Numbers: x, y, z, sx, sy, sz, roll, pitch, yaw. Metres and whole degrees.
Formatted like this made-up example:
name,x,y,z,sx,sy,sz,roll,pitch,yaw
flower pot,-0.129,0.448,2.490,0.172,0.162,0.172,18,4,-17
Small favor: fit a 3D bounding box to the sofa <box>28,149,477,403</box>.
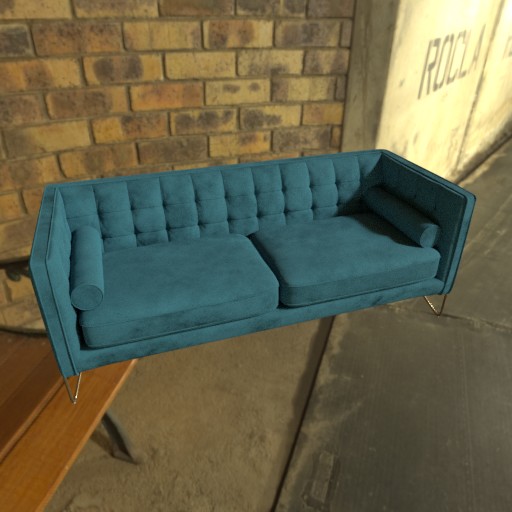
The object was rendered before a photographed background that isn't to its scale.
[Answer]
name,x,y,z,sx,sy,sz,roll,pitch,yaw
sofa,0.000,0.000,2.451,2.087,0.789,0.867,-10,32,-16
